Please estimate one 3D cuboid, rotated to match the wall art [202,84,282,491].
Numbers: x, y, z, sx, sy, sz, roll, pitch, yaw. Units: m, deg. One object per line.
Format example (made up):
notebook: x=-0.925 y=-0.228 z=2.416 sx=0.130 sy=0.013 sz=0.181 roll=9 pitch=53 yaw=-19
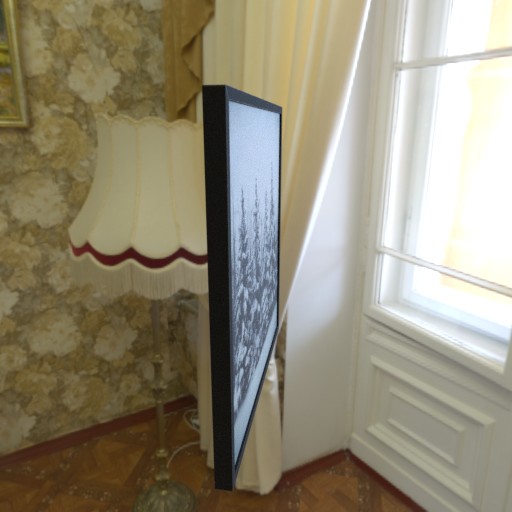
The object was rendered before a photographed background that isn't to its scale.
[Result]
wall art: x=0.000 y=0.000 z=1.142 sx=0.037 sy=0.761 sz=0.761 roll=3 pitch=16 yaw=9
